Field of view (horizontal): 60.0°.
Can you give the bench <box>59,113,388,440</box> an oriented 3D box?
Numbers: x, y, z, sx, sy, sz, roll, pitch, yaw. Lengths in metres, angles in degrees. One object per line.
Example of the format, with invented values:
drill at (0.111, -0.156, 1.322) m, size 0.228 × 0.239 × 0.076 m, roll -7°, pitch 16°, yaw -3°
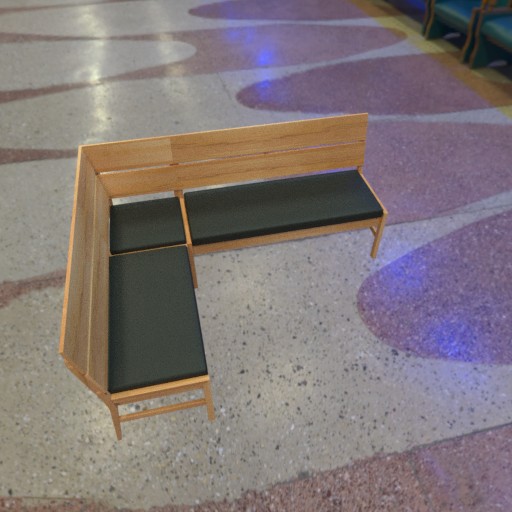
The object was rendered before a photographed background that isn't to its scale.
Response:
bench at (0.000, 0.000, 2.741) m, size 1.948 × 0.890 × 1.548 m, roll -9°, pitch 47°, yaw -9°
